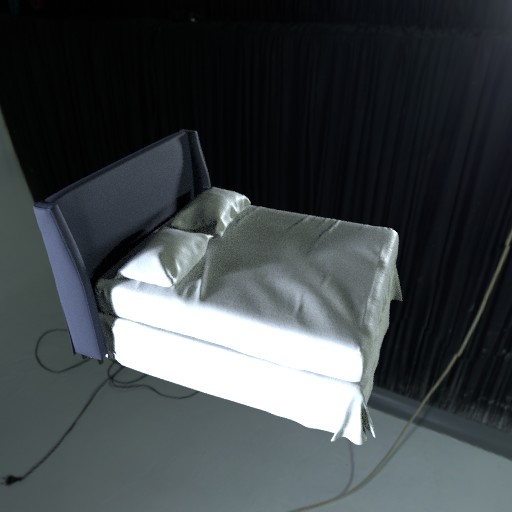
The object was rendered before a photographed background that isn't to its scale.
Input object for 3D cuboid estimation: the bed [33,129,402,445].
[{"bbox_3d":[0.000,0.000,3.484,2.276,1.332,1.925,12,33,19],"label":"bed"}]
